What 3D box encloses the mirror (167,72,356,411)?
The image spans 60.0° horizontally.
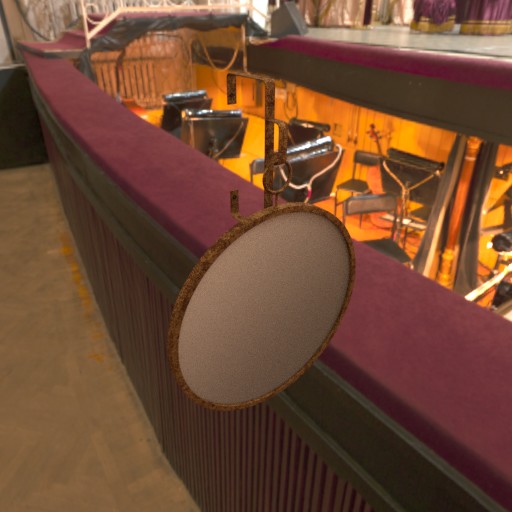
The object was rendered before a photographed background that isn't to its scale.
[{"bbox_3d":[0.000,0.000,0.861,0.447,0.651,0.144,-20,35,-31],"label":"mirror"}]
